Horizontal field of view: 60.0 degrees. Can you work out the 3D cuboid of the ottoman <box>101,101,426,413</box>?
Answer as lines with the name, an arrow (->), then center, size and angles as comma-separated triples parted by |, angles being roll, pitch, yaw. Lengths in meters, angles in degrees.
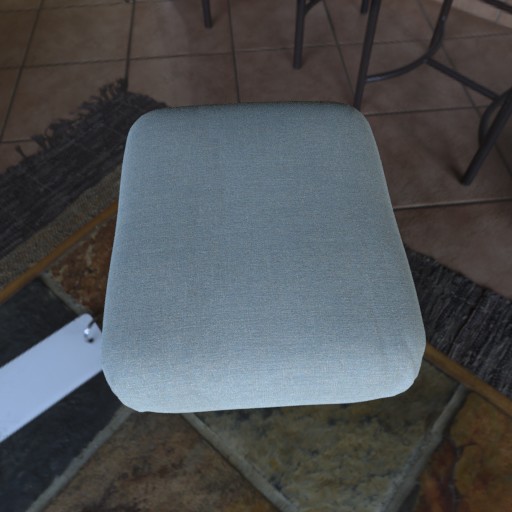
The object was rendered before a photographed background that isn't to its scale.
ottoman -> 0.000, 0.000, 1.101 | 0.622, 0.450, 0.747 | -3, 59, -2
